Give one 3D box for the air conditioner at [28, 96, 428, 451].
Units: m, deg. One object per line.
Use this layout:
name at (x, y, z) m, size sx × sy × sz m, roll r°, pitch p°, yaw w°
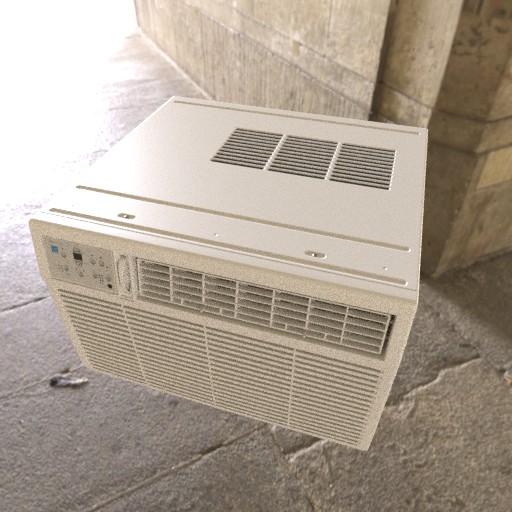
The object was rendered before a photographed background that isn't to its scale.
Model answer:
air conditioner at (0.000, 0.000, 1.029) m, size 0.645 × 0.455 × 0.599 m, roll 12°, pitch 43°, yaw 13°
